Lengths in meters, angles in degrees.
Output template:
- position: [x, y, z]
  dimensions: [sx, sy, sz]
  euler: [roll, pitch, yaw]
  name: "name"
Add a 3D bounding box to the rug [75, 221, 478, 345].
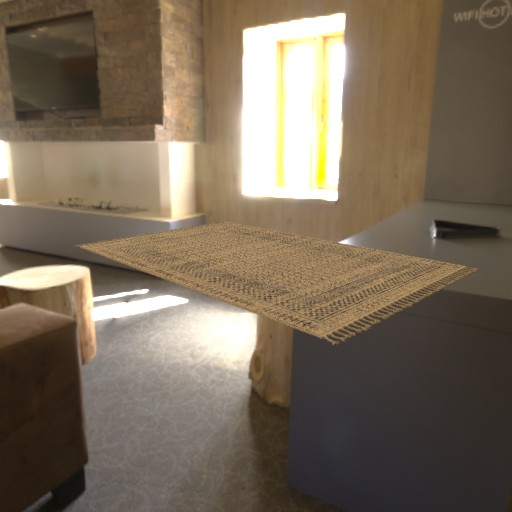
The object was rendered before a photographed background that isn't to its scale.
- position: [0.000, 0.000, 3.122]
  dimensions: [1.548, 0.013, 2.486]
  euler: [-14, 20, -43]
  name: "rug"
